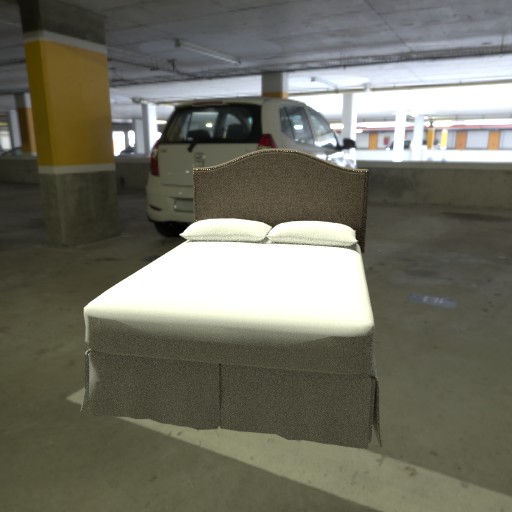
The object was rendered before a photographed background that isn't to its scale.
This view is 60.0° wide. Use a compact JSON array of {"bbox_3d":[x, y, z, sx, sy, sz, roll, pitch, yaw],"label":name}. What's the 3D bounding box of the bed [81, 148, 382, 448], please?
[{"bbox_3d":[0.000,0.000,3.257,1.713,1.518,2.153,3,14,10],"label":"bed"}]
